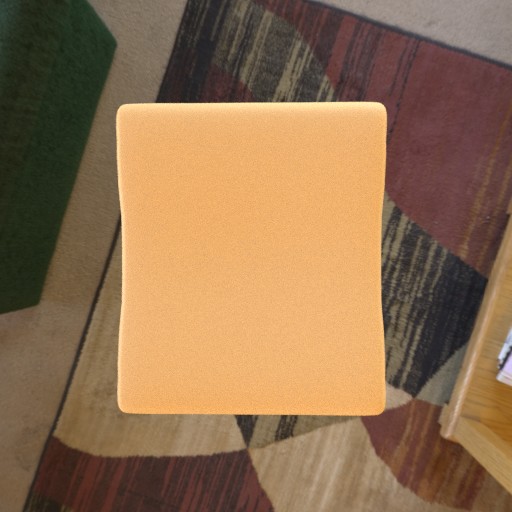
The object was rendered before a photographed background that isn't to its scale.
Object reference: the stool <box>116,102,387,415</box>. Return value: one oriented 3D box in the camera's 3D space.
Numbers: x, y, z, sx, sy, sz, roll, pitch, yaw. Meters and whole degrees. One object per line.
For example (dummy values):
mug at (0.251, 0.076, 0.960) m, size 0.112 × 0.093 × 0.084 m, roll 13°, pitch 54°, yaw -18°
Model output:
stool at (0.000, 0.000, 1.020) m, size 0.401 × 0.762 × 0.471 m, roll 0°, pitch 91°, yaw 1°
